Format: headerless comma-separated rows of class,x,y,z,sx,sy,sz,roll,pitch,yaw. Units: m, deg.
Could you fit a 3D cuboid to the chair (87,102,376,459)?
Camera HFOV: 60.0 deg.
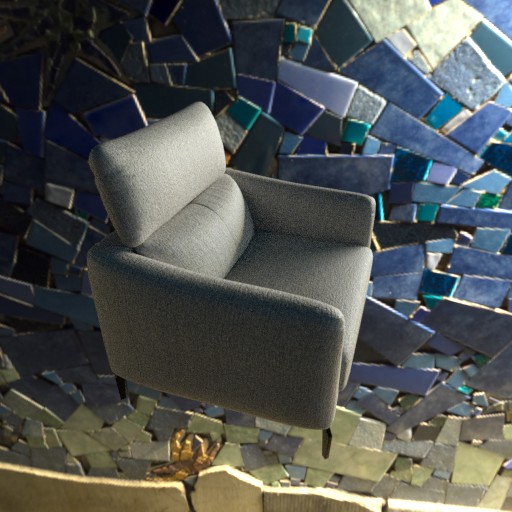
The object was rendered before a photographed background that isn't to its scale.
chair,0.000,0.000,1.681,0.835,0.967,0.972,10,32,16
